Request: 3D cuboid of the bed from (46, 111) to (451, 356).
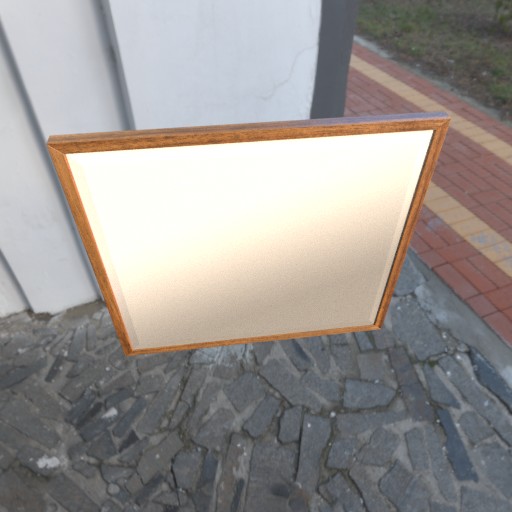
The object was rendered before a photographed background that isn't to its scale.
[{"bbox_3d":[0.000,0.000,1.475,1.041,0.940,0.043,-5,45,-5],"label":"bed"}]
